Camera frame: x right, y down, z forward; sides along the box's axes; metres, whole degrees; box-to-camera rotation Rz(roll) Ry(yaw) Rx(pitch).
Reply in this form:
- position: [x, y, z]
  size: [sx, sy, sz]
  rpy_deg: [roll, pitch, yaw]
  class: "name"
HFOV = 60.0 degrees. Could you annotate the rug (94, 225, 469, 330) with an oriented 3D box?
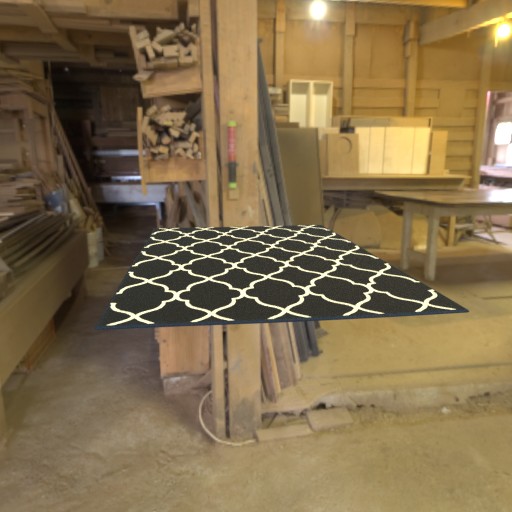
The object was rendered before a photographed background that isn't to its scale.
- position: [0.000, 0.000, 2.863]
  size: [1.528, 0.014, 2.294]
  rpy_deg: [-2, 13, -7]
  class: "rug"
